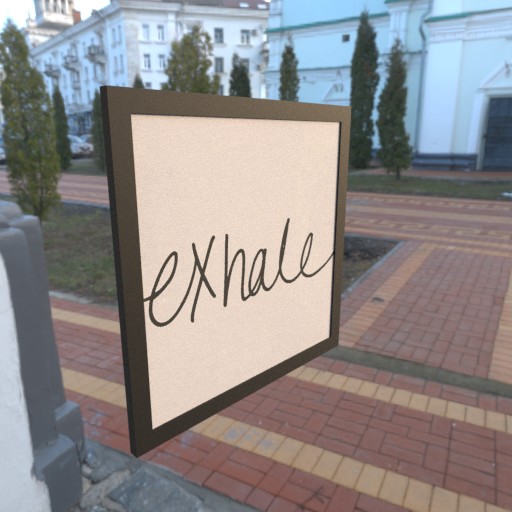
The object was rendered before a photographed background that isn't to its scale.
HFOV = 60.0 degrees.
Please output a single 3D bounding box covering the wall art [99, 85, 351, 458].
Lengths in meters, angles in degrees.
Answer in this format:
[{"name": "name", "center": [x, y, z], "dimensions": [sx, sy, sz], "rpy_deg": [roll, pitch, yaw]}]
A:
[{"name": "wall art", "center": [0.000, 0.000, 0.532], "dimensions": [0.012, 0.357, 0.358], "rpy_deg": [14, 21, 43]}]
